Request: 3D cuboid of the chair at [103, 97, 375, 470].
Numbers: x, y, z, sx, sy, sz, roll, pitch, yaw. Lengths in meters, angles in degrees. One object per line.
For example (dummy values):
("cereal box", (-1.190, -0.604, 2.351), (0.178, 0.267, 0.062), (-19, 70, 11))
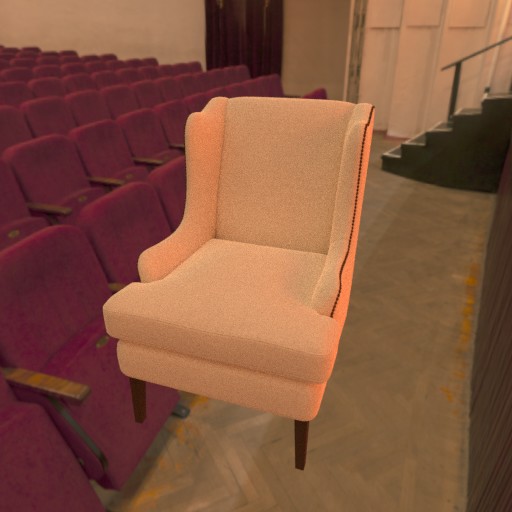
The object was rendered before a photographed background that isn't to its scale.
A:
("chair", (0.000, 0.000, 1.659), (0.737, 1.029, 0.940), (9, 28, 17))
